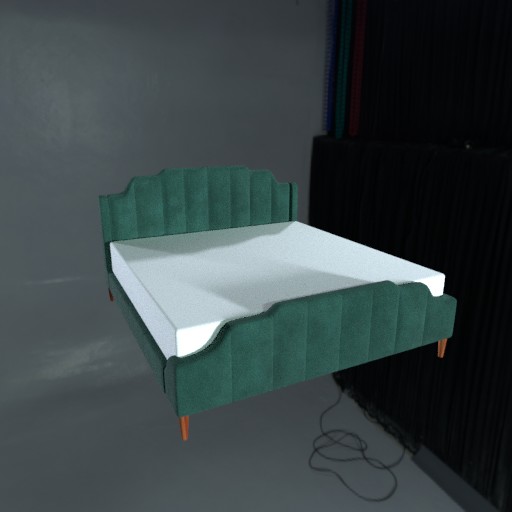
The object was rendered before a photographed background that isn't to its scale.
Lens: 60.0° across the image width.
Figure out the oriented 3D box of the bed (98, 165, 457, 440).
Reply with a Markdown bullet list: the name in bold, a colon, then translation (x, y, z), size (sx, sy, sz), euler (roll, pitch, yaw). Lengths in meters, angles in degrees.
- **bed**: translation (0.000, 0.000, 3.618), size (2.074, 1.245, 2.340), euler (-8, 19, -26)
